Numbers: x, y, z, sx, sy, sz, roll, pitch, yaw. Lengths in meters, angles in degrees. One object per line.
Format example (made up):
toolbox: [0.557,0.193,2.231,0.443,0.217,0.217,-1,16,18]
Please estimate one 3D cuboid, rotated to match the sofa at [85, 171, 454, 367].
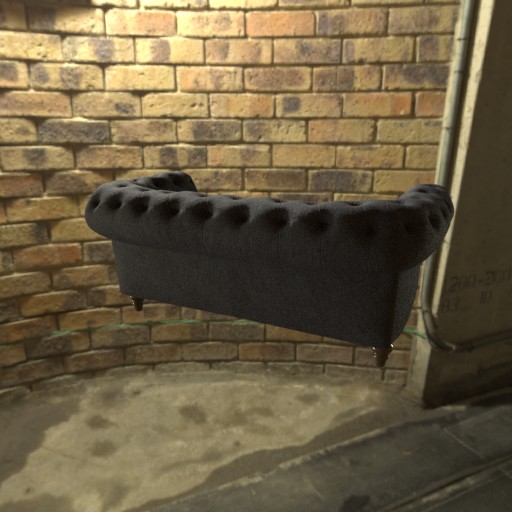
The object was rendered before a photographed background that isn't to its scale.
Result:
sofa: [0.000,0.000,2.548,1.988,0.833,1.082,8,18,26]
